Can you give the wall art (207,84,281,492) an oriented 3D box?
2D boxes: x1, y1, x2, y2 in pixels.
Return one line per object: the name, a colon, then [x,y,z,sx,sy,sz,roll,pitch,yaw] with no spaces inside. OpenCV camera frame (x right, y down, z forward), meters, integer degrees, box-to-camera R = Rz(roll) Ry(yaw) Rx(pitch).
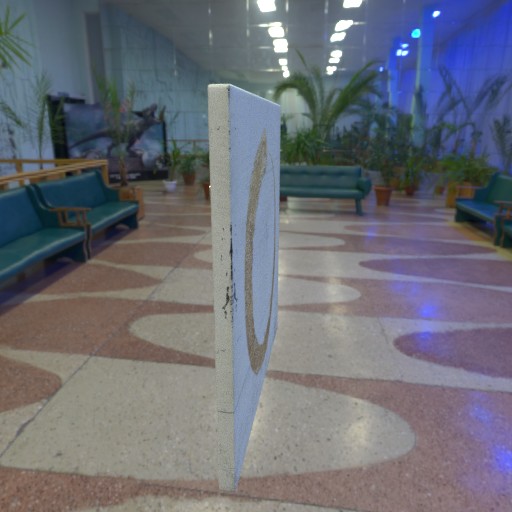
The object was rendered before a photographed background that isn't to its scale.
wall art: [0.000,0.000,1.135,0.038,0.762,0.762,3,16,9]
